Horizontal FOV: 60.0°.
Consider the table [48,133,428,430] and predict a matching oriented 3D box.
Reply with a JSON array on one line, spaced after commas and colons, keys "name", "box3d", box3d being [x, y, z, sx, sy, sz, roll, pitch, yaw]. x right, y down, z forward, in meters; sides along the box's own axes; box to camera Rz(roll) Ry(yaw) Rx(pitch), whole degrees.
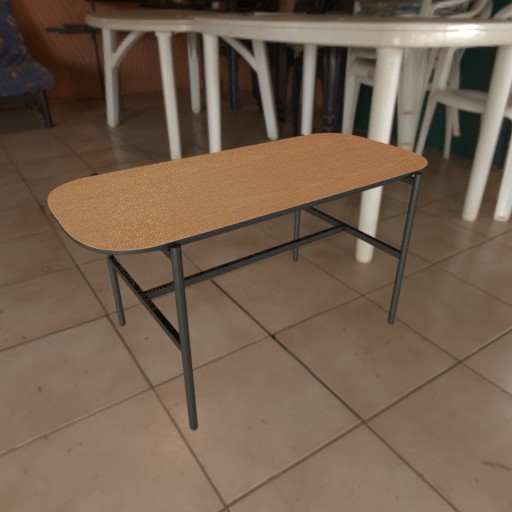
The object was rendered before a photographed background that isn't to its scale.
[{"name": "table", "box3d": [0.000, 0.000, 1.029, 0.800, 0.400, 0.400, -19, 35, -30]}]
